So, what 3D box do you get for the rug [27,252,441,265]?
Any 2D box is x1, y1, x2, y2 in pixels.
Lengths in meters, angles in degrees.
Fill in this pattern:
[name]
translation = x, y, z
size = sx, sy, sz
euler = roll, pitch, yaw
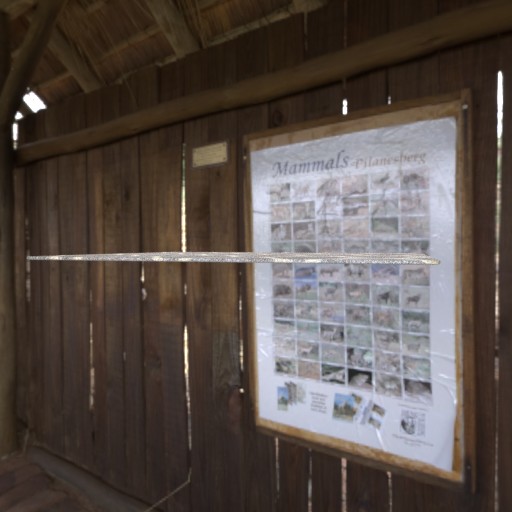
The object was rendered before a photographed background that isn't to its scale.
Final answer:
[rug]
translation = 0.000, 0.000, 4.109
size = 3.000, 0.026, 2.399
euler = 0, 1, 18
